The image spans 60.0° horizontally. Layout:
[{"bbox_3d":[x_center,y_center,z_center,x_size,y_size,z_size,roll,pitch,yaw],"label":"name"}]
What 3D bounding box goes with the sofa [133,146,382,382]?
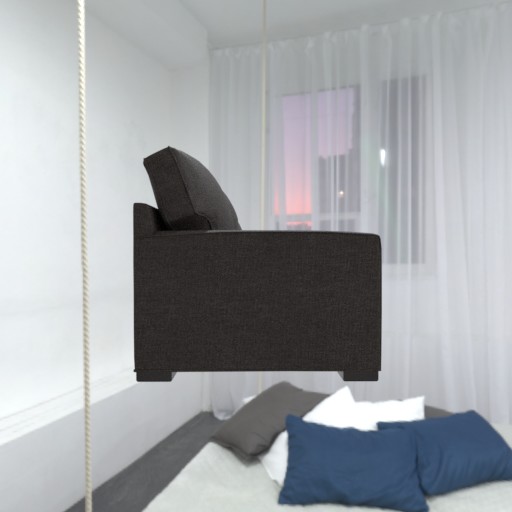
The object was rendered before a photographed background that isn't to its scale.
[{"bbox_3d":[0.000,0.000,2.930,1.004,0.978,2.369,0,1,0],"label":"sofa"}]
